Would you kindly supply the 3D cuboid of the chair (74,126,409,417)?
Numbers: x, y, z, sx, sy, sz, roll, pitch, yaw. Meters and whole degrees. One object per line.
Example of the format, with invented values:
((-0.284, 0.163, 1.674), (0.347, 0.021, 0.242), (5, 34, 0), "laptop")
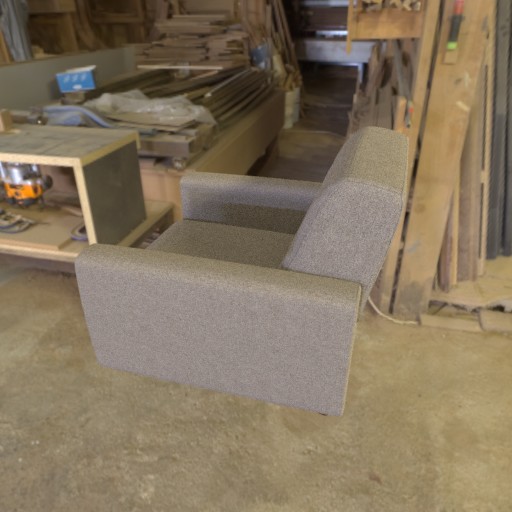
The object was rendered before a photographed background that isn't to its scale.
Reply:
((0.000, 0.000, 1.565), (0.907, 0.839, 0.831), (9, 31, 15), "chair")
